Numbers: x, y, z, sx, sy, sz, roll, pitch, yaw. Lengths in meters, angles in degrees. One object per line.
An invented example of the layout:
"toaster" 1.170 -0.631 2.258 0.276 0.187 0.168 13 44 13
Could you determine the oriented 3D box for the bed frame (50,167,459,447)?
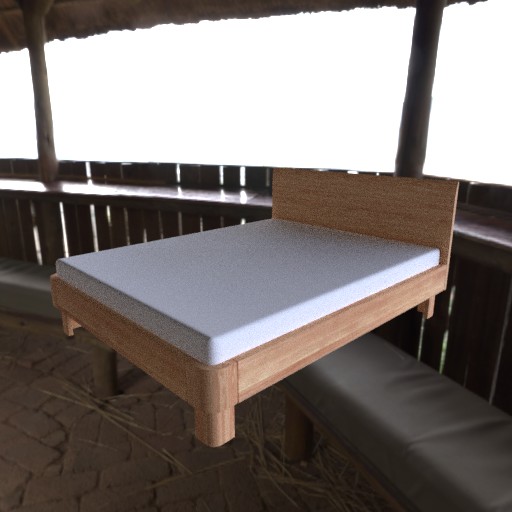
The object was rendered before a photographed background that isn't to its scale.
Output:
"bed frame" 0.000 0.000 2.901 2.092 0.940 1.660 -15 21 -42
